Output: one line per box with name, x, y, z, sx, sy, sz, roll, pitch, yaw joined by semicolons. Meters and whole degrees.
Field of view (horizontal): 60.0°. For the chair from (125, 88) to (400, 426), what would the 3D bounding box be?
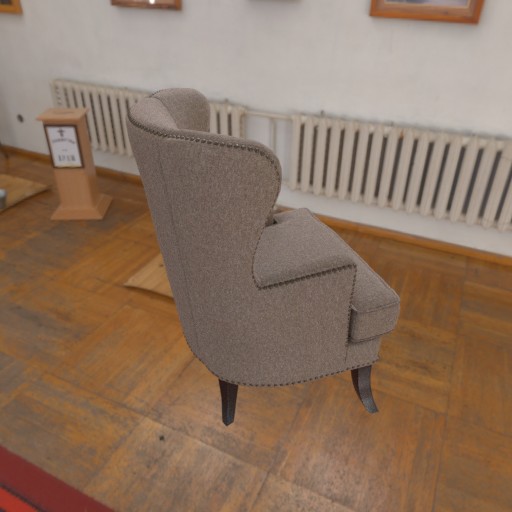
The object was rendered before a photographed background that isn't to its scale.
chair;0.000;0.000;1.582;0.758;1.060;0.759;-10;32;-16
